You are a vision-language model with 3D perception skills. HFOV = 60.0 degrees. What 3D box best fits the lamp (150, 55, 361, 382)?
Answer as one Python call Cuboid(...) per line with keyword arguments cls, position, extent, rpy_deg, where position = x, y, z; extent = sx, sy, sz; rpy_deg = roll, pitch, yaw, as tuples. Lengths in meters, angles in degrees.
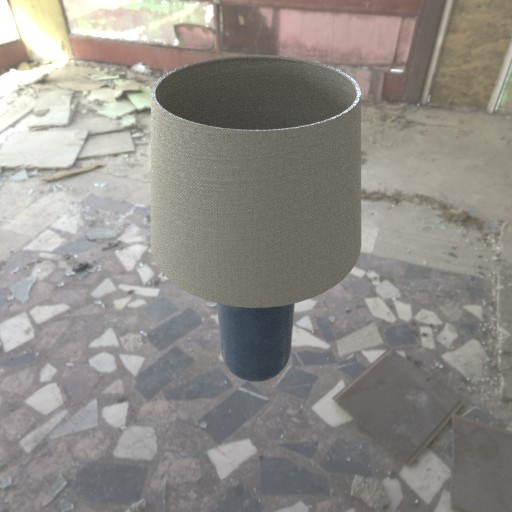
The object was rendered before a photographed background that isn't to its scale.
Cuboid(cls="lamp", position=(0.000, 0.000, 0.565), extent=(0.253, 0.428, 0.253), rpy_deg=(0, 40, 0))
